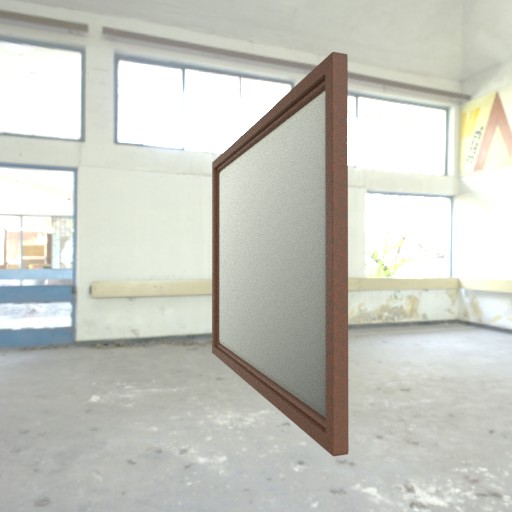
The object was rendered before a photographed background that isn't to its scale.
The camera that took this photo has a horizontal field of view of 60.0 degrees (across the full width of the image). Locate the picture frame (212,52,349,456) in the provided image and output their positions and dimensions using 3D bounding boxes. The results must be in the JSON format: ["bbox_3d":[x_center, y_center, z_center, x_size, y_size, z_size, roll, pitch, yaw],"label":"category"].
[{"bbox_3d":[0.000,0.000,1.748,0.045,1.018,1.329,0,-1,-19],"label":"picture frame"}]
